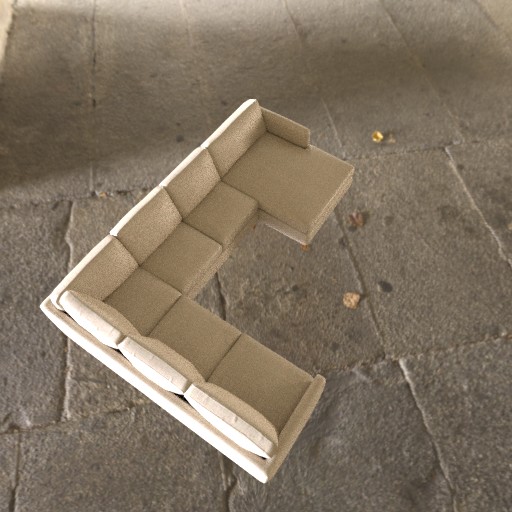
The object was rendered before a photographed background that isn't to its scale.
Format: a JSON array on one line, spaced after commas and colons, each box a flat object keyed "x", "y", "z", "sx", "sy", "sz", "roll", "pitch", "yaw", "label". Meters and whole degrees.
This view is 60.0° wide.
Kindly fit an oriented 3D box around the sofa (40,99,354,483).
[{"x": 0.000, "y": 0.000, "z": 4.684, "sx": 2.594, "sy": 0.961, "sz": 3.460, "roll": 30, "pitch": 63, "yaw": 17, "label": "sofa"}]
